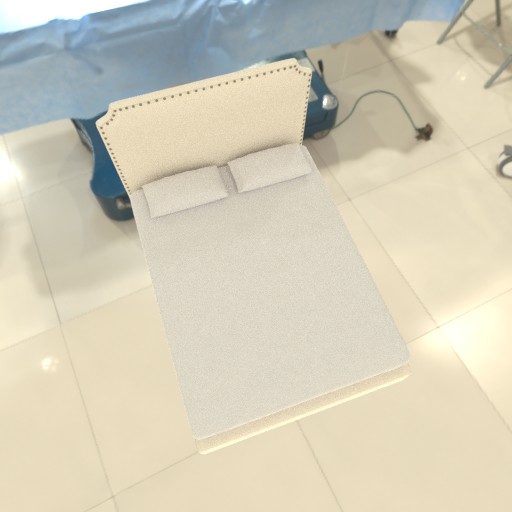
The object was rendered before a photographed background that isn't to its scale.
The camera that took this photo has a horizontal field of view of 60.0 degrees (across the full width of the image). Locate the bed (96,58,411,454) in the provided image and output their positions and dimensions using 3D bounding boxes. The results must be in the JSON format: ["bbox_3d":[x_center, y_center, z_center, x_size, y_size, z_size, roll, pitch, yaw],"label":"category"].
[{"bbox_3d":[0.000,0.000,3.451,1.712,1.497,2.372,-17,65,-8],"label":"bed"}]
